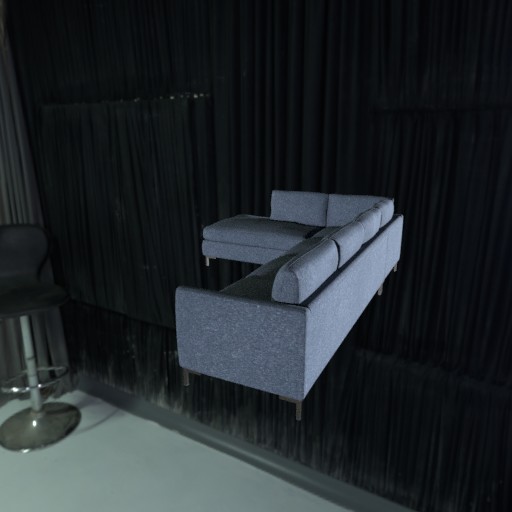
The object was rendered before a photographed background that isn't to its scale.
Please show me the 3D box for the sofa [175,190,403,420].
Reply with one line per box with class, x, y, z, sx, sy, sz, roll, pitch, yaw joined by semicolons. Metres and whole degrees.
sofa;0.000;0.000;3.878;2.007;0.815;2.949;8;18;26
